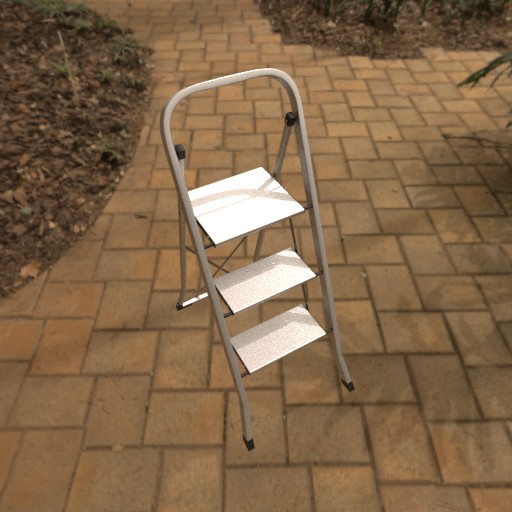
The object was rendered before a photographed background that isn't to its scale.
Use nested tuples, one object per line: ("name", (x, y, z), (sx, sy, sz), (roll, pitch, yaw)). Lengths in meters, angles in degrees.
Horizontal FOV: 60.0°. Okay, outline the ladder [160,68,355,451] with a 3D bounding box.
("ladder", (0.000, 0.000, 1.439), (0.465, 1.070, 0.704), (-22, 50, -20))
